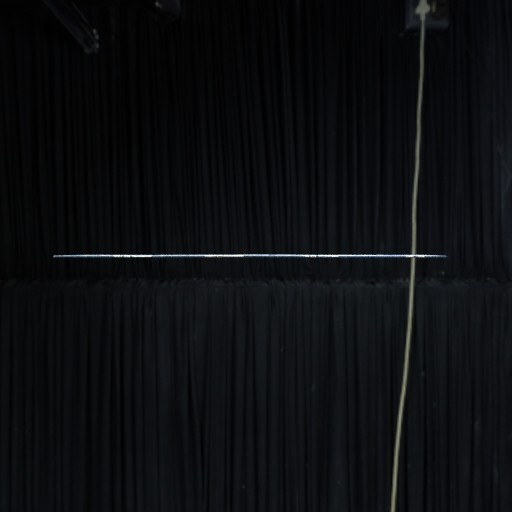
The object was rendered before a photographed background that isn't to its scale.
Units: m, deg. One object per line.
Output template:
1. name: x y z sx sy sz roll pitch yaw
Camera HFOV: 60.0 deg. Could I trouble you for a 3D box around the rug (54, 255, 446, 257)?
1. rug: 0.000 0.000 2.151 1.153 0.010 1.755 0 0 2
